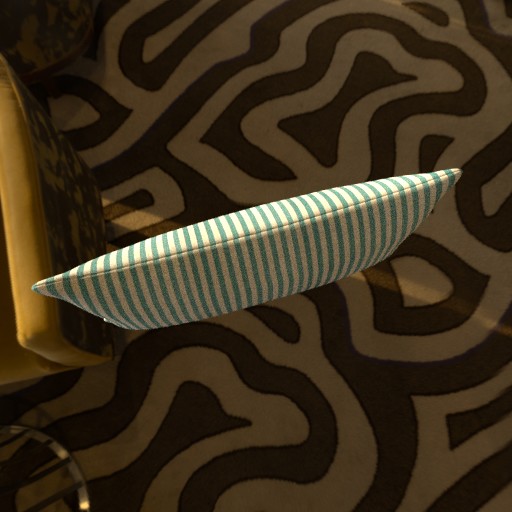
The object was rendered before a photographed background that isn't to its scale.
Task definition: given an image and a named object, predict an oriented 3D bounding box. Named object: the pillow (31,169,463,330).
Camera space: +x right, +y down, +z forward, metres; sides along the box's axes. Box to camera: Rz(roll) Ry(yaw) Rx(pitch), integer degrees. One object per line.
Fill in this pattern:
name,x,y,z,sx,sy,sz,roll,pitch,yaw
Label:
pillow,0.000,0.000,0.746,0.617,0.295,0.151,-16,74,-5
